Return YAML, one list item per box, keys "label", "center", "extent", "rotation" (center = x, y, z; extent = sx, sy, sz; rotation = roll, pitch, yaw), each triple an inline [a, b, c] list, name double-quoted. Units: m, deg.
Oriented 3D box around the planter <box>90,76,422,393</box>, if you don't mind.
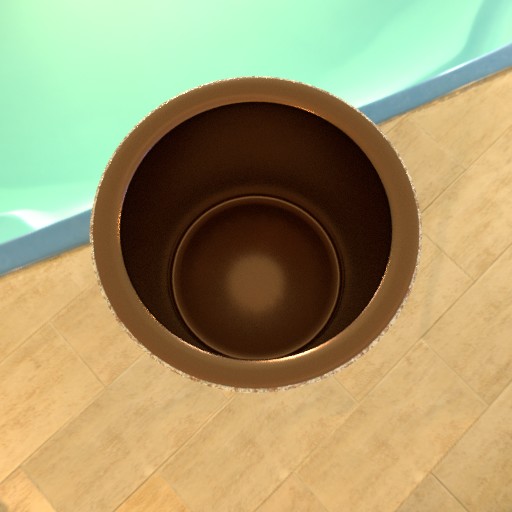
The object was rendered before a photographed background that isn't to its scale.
- label: "planter"
  center: [0.000, 0.000, 0.188]
  extent: [0.109, 0.096, 0.109]
  rotation: [0, 76, 0]
